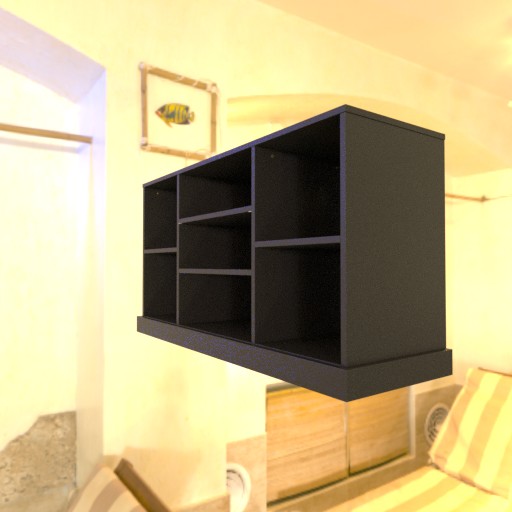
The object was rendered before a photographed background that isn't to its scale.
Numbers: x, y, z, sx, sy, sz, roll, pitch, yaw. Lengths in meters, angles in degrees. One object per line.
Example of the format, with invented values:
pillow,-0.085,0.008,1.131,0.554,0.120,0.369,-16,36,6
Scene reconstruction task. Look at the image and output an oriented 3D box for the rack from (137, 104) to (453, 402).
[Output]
rack,0.000,0.000,1.537,0.399,0.635,1.206,1,-1,-36
